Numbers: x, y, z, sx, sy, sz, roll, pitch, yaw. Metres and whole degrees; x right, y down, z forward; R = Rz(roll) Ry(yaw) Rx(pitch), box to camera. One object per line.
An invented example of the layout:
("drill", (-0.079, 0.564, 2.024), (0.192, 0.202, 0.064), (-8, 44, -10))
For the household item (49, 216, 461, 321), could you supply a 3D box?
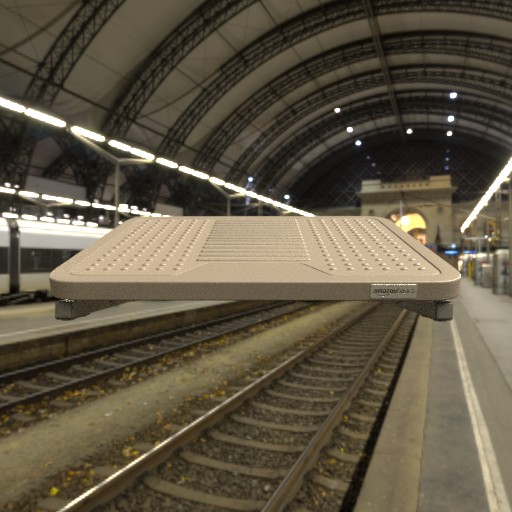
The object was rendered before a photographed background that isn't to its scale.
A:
("household item", (0.000, 0.000, 0.545), (0.390, 0.126, 0.301), (0, -1, 1))
